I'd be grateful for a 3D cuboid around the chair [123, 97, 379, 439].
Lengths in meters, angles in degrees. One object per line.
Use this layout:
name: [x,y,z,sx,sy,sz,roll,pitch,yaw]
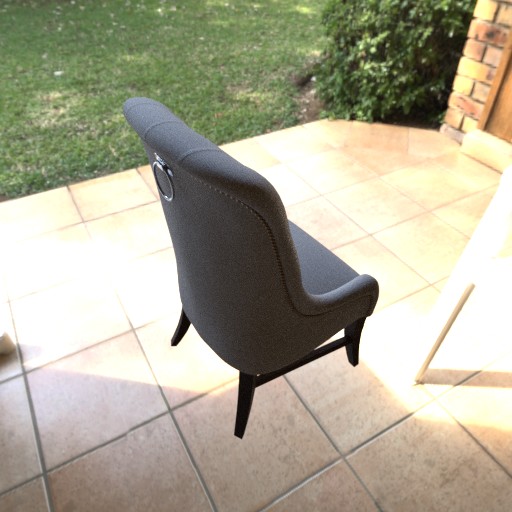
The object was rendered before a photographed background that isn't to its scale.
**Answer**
chair: [0.000,0.000,1.493,0.629,1.091,0.634,-25,47,-26]
